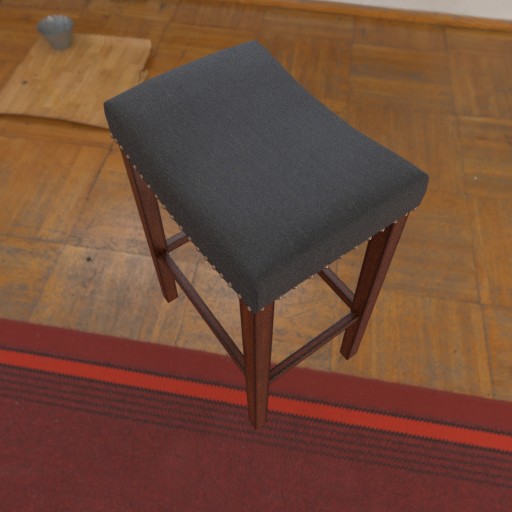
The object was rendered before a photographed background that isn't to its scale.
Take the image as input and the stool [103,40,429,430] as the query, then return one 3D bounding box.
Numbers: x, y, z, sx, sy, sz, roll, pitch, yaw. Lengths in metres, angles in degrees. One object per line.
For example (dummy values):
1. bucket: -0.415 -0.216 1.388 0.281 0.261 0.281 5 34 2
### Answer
1. stool: 0.000 0.000 1.041 0.366 0.760 0.502 -31 62 -19
